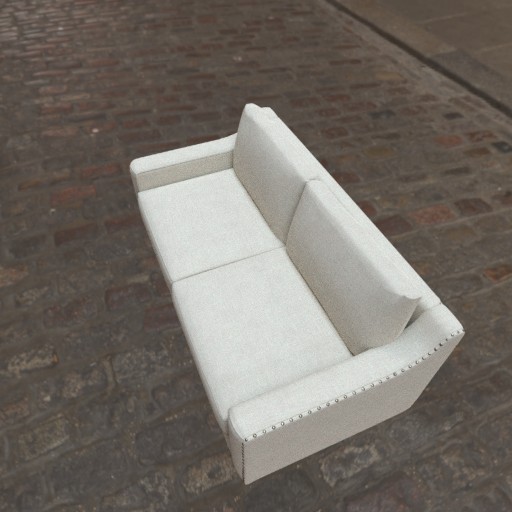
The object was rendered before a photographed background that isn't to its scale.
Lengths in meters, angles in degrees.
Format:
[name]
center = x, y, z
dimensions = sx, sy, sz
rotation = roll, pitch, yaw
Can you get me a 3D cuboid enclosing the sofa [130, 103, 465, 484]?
[sofa]
center = 0.000, 0.000, 2.680
dimensions = 1.104, 0.983, 2.107
rotation = -17, 50, -15
